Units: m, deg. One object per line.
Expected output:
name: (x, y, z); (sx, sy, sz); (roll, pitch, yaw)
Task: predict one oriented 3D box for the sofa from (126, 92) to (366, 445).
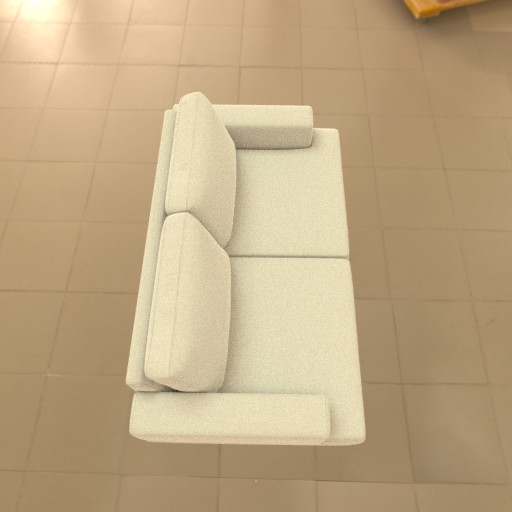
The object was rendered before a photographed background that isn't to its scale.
sofa: (0.000, 0.000, 2.127); (0.920, 0.810, 1.650); (1, 63, 0)
